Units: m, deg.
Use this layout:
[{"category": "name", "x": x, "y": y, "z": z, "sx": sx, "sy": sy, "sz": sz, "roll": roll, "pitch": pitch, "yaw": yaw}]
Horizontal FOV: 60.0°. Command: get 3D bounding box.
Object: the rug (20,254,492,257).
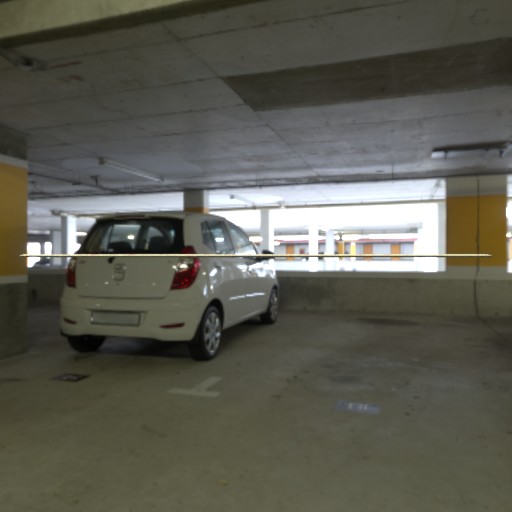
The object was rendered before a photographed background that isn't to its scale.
[{"category": "rug", "x": 0.000, "y": 0.000, "z": 3.477, "sx": 2.746, "sy": 0.018, "sz": 1.819, "roll": 0, "pitch": 0, "yaw": 1}]
